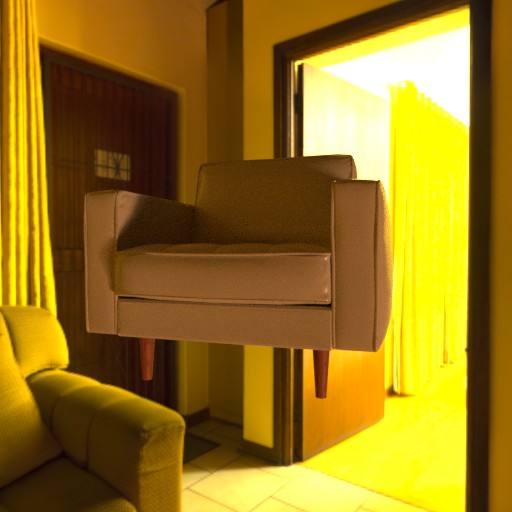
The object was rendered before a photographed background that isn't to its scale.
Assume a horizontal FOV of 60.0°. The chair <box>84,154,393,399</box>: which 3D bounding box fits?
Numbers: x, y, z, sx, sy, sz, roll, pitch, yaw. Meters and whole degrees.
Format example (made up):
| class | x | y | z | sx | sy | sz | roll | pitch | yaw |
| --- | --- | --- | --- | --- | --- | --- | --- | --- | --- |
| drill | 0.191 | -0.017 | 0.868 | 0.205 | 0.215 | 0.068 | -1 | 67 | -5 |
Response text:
| class | x | y | z | sx | sy | sz | roll | pitch | yaw |
| --- | --- | --- | --- | --- | --- | --- | --- | --- | --- |
| chair | 0.000 | 0.000 | 1.570 | 0.928 | 0.773 | 0.843 | 0 | 1 | 18 |
